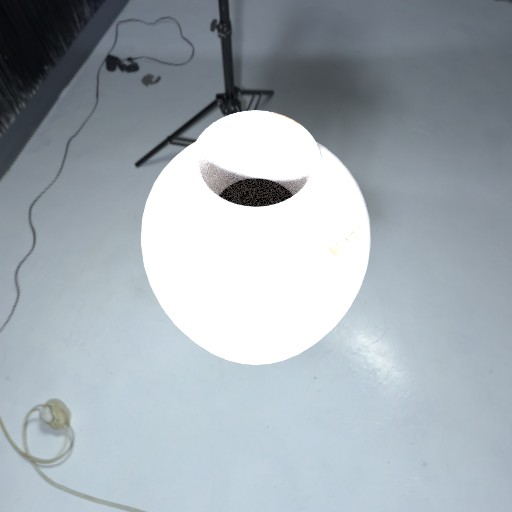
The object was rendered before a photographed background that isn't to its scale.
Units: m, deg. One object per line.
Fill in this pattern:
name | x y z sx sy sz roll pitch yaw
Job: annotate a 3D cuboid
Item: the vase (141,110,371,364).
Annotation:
vase | 0.000 0.000 0.337 0.158 0.228 0.158 0 63 0
